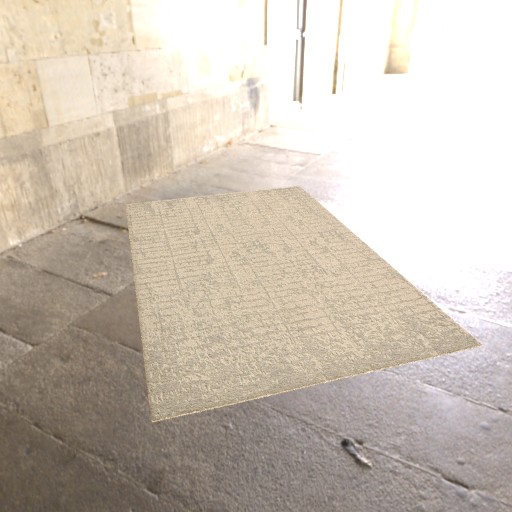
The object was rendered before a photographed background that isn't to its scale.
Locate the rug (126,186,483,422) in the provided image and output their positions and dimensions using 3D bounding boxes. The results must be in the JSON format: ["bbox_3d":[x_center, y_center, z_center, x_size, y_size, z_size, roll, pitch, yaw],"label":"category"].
[{"bbox_3d":[0.000,0.000,2.259,1.211,0.007,1.827,-8,30,-15],"label":"rug"}]
